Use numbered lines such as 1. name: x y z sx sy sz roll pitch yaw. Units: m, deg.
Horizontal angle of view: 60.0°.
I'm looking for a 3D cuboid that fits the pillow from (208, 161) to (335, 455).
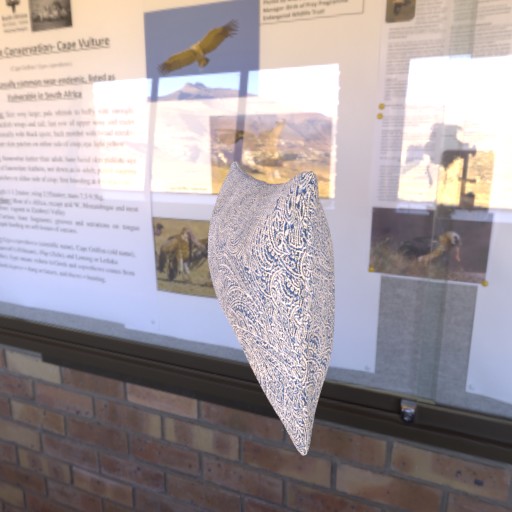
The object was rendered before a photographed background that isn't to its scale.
1. pillow: 0.000 0.000 0.721 0.151 0.295 0.615 -2 13 -9
